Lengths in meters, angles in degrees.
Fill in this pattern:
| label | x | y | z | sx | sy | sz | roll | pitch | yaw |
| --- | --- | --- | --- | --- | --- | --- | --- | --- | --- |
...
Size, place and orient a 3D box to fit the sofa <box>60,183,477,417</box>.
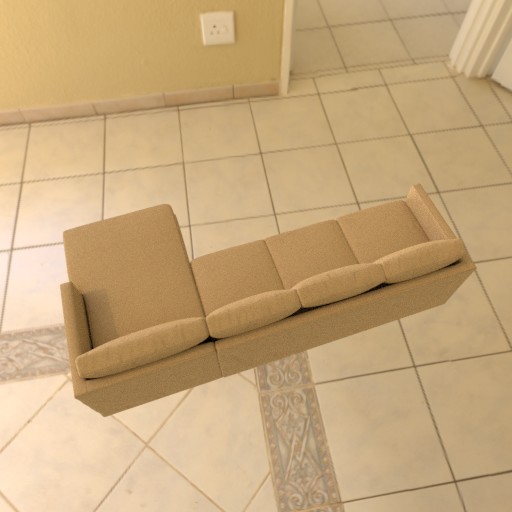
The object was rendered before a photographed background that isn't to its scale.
| label | x | y | z | sx | sy | sz | roll | pitch | yaw |
| --- | --- | --- | --- | --- | --- | --- | --- | --- | --- |
| sofa | 0.000 | 0.000 | 3.861 | 3.177 | 0.867 | 1.622 | -16 | 61 | -9 |
